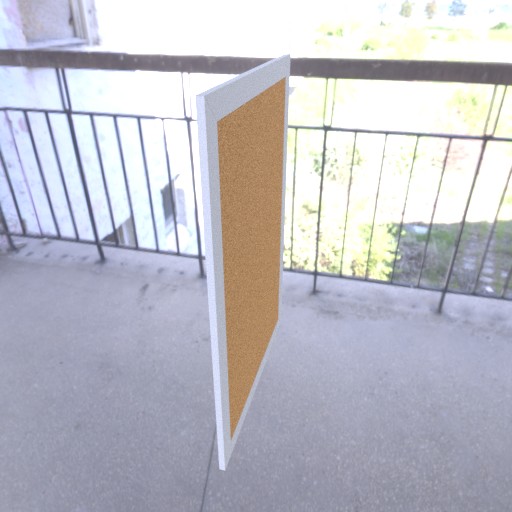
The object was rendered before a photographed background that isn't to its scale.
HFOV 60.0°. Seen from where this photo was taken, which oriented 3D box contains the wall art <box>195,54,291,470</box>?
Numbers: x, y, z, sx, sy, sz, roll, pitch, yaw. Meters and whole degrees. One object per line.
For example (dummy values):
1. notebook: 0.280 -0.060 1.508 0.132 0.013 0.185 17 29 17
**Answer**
1. wall art: 0.000 0.000 0.841 0.011 0.659 0.454 8 31 14
